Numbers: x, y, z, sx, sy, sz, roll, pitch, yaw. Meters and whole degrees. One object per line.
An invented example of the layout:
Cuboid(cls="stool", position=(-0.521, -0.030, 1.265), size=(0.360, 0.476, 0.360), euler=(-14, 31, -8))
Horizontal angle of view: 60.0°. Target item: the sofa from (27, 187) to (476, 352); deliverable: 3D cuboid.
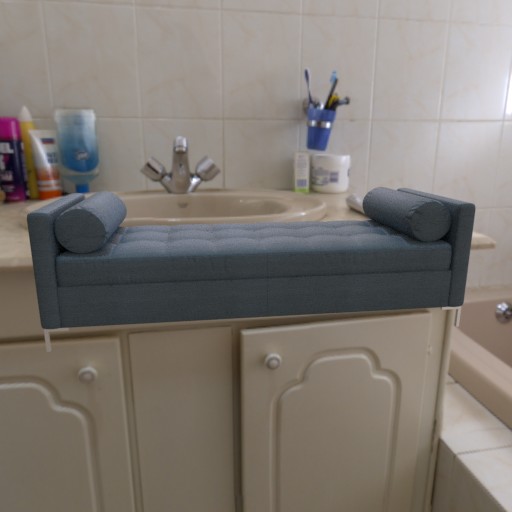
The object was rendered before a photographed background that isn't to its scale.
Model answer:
Cuboid(cls="sofa", position=(0.000, 0.000, 2.325), size=(1.981, 0.635, 0.686), euler=(-2, 15, -8))
